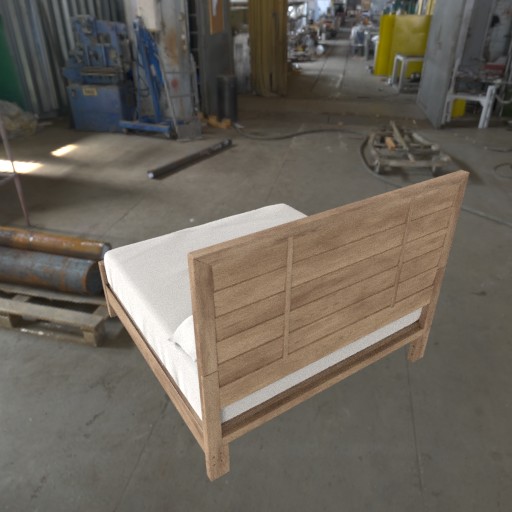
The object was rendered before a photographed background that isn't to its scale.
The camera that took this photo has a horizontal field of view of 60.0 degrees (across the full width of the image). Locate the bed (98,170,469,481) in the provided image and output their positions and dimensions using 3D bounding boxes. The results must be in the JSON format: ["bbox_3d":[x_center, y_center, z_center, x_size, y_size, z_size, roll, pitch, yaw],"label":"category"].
[{"bbox_3d":[0.000,0.000,3.594,2.032,1.626,2.062,-18,35,-29],"label":"bed"}]
